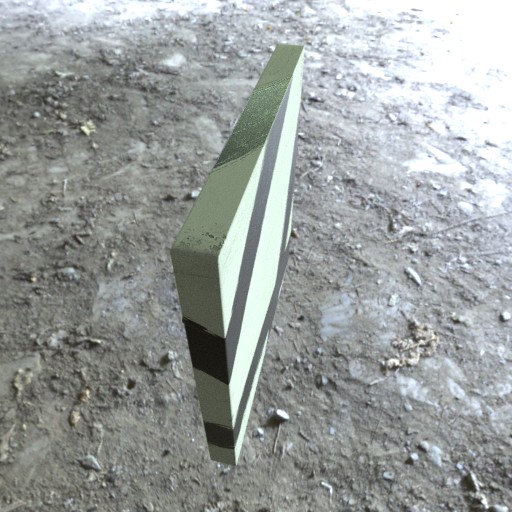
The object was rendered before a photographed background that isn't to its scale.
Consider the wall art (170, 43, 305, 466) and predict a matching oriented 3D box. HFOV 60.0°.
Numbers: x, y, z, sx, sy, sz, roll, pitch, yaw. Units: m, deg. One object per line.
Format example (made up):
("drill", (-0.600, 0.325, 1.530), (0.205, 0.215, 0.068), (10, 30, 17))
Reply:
("wall art", (0.000, 0.000, 0.746), (0.050, 0.508, 0.507), (9, 46, 9))
